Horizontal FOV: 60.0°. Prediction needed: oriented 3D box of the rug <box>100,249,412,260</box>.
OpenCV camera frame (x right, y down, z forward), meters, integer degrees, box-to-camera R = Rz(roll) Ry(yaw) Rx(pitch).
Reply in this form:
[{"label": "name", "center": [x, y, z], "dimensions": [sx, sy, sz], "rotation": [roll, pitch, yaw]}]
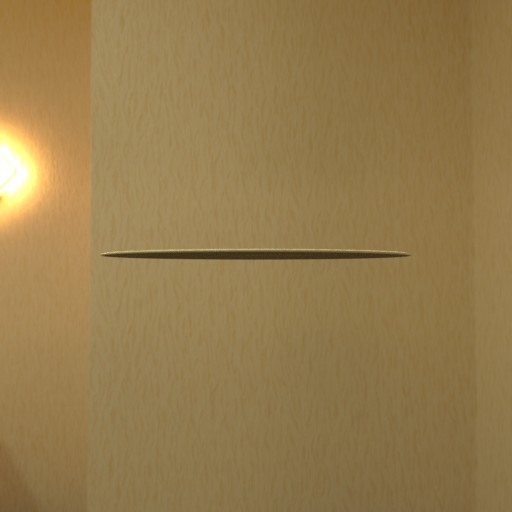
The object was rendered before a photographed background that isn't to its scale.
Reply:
[{"label": "rug", "center": [0.000, 0.000, 2.402], "dimensions": [1.593, 0.012, 1.593], "rotation": [0, -2, 0]}]
